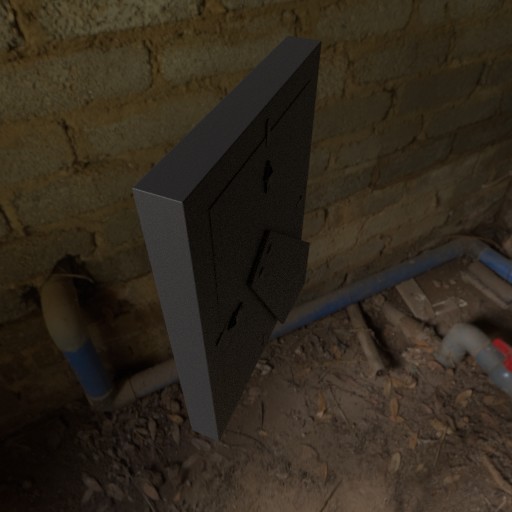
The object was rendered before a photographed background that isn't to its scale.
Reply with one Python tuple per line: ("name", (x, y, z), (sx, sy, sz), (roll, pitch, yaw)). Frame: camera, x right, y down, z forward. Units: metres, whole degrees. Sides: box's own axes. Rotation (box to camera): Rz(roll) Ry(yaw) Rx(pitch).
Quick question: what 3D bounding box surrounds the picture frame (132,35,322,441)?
("picture frame", (0.000, 0.000, 0.278), (0.028, 0.208, 0.157), (17, 48, 16))
